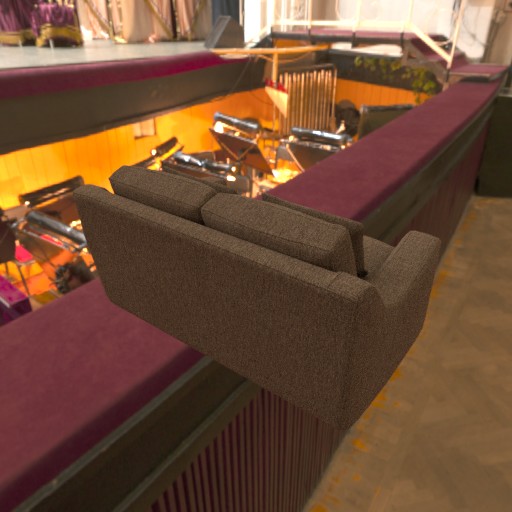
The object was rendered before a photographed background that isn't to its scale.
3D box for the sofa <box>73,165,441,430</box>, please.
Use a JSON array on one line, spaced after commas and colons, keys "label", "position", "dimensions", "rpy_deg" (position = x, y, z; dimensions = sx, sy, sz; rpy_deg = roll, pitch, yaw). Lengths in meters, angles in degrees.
[{"label": "sofa", "position": [0.000, 0.000, 2.524], "dimensions": [1.778, 0.991, 1.120], "rpy_deg": [21, 35, 32]}]
